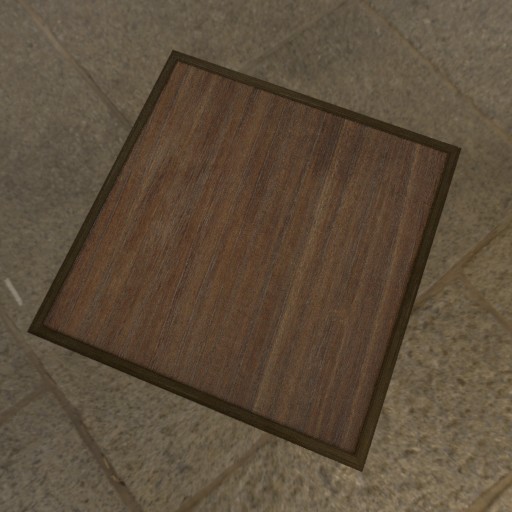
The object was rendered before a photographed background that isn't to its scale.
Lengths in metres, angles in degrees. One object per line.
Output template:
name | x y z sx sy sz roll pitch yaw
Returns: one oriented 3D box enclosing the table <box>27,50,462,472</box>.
table | 0.000 0.000 1.412 0.899 0.451 0.909 21 77 5
